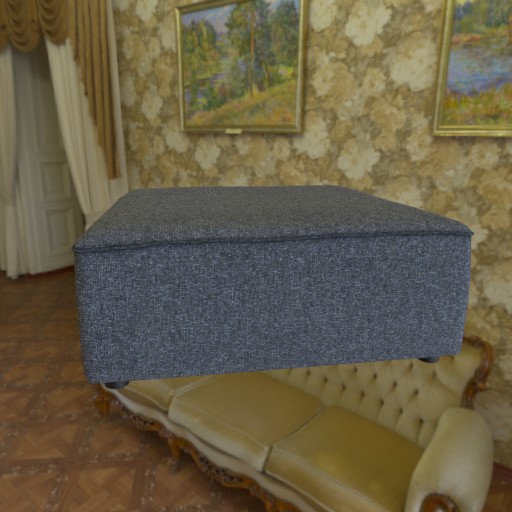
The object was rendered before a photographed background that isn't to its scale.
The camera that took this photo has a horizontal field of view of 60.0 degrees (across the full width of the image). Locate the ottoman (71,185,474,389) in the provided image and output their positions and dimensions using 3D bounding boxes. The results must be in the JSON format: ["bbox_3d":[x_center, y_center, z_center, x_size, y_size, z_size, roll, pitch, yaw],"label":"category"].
[{"bbox_3d":[0.000,0.000,1.574,1.017,0.423,1.021,-2,15,-8],"label":"ottoman"}]
